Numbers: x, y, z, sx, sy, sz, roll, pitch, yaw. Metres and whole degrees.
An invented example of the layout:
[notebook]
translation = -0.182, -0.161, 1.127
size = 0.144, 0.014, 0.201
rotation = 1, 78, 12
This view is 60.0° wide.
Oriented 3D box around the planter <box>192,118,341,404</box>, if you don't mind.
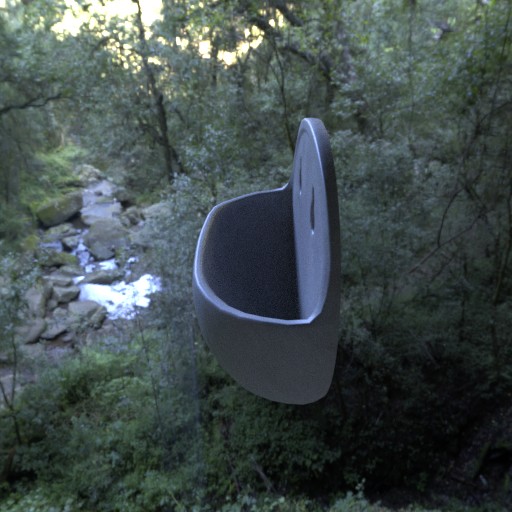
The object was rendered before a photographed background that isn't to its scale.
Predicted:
[planter]
translation = 0.000, 0.000, 0.277
size = 0.073, 0.164, 0.190
rotation = 0, 27, 0
